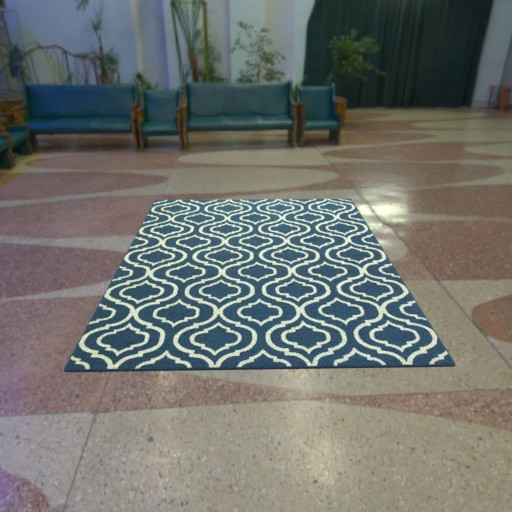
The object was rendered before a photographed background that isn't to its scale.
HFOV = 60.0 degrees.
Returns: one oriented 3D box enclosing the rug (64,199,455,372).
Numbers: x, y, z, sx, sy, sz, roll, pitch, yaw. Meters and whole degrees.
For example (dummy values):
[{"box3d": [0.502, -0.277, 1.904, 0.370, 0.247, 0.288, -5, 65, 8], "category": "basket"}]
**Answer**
[{"box3d": [0.000, 0.000, 3.845, 2.270, 0.020, 2.881, -1, 27, -1], "category": "rug"}]
